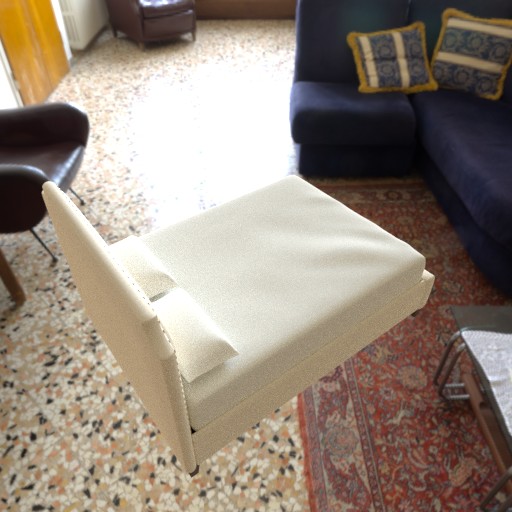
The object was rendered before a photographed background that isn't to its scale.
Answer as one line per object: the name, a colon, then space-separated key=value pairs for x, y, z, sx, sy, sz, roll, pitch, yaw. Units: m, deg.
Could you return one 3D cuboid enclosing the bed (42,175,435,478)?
bed: x=0.000 y=0.000 z=3.349 sx=2.365 sy=1.443 sz=1.712 roll=-26 pitch=47 yaw=-27
